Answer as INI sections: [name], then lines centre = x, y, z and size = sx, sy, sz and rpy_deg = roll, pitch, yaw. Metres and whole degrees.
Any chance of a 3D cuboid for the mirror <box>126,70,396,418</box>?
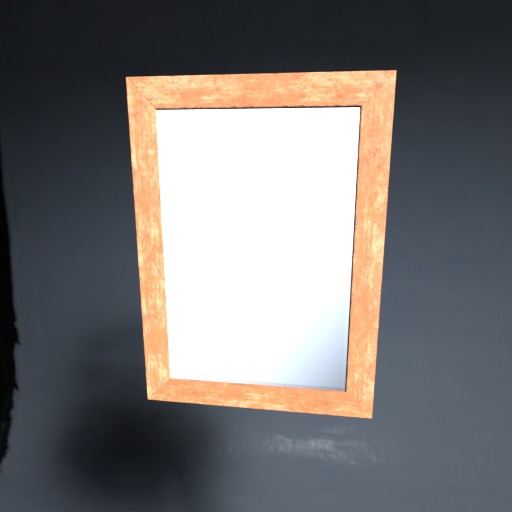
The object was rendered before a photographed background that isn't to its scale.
[mirror]
centre = 0.000, 0.000, 1.434
size = 0.796, 1.099, 0.028
rpy_deg = 2, 14, 8
